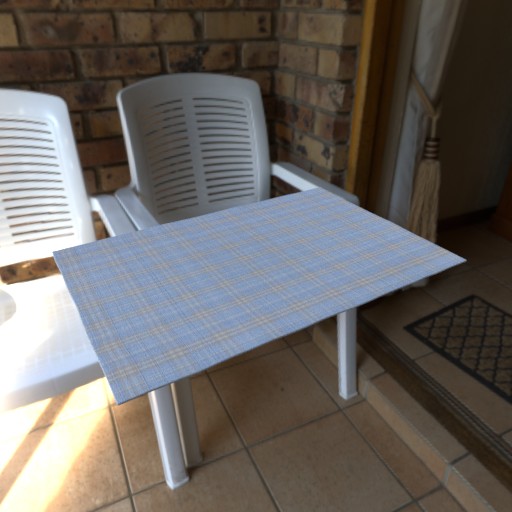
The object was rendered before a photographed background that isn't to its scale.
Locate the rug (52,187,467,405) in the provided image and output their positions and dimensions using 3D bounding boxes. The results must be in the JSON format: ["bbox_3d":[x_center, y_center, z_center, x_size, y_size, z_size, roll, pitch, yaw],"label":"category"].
[{"bbox_3d":[0.000,0.000,2.345,1.835,0.012,1.231,-17,34,-27],"label":"rug"}]
